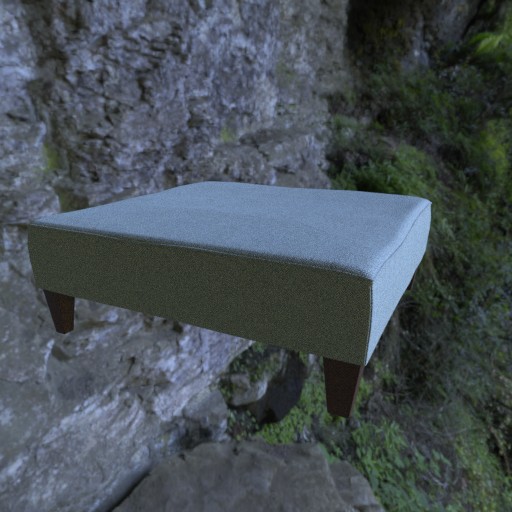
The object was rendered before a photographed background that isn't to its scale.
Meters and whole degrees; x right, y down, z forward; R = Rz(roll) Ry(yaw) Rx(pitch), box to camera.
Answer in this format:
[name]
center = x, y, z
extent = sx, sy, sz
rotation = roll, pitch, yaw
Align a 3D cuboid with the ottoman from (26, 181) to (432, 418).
[ottoman]
center = 0.000, 0.000, 1.504
extent = 1.004, 0.379, 0.968
rotation = 8, 19, 26
